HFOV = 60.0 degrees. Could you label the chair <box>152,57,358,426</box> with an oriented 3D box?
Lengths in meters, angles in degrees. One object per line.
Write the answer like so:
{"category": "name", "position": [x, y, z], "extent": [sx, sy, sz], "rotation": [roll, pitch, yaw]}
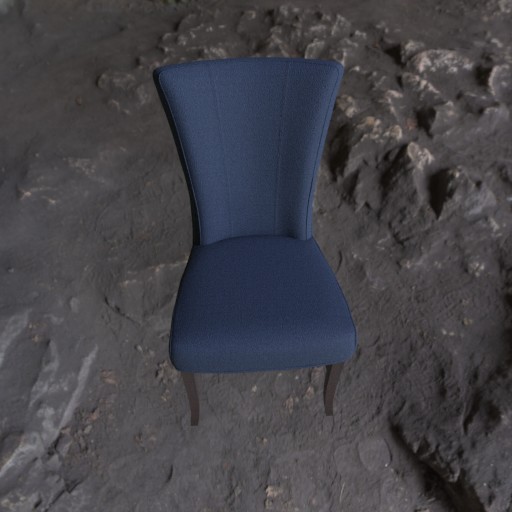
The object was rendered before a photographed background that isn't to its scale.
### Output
{"category": "chair", "position": [0.000, 0.000, 1.373], "extent": [0.520, 0.991, 0.660], "rotation": [-3, 46, -3]}
